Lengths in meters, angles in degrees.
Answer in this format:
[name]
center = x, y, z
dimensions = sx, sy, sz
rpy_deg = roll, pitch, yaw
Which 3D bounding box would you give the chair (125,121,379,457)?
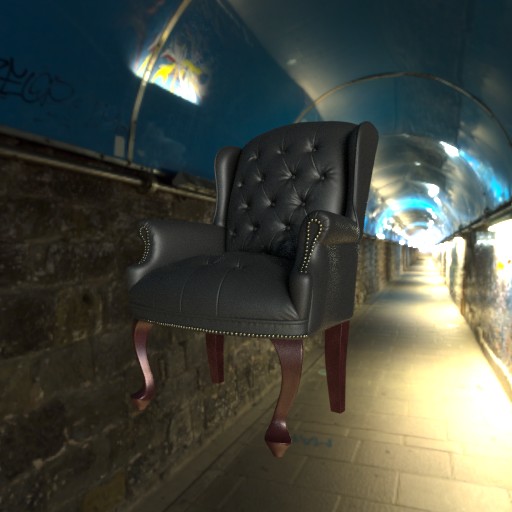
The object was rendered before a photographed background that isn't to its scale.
[chair]
center = 0.000, 0.000, 1.665
dimensions = 0.838, 1.111, 0.762
rpy_deg = 1, 1, 37
